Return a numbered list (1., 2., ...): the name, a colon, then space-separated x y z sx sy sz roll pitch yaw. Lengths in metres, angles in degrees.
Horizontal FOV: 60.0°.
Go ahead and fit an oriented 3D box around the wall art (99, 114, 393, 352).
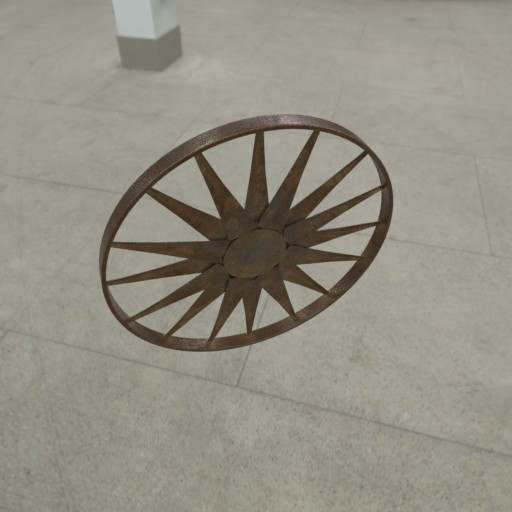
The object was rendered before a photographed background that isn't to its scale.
1. wall art: 0.000 0.000 0.871 0.582 0.583 0.084 -13 43 -15
